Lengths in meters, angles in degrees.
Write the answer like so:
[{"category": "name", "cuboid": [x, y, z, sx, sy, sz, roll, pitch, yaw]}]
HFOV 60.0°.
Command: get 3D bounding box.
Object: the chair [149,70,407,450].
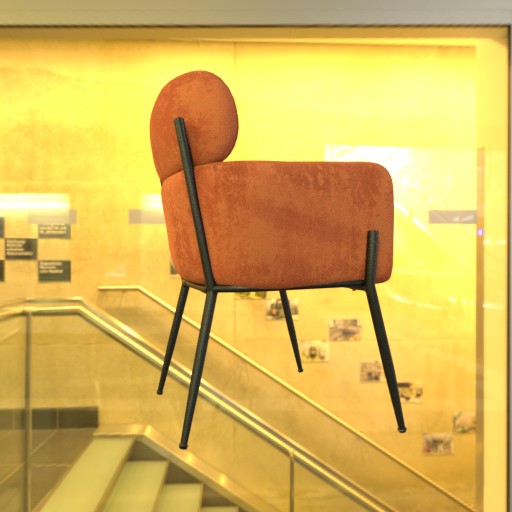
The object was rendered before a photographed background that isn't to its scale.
[{"category": "chair", "cuboid": [0.000, 0.000, 1.132, 0.523, 0.772, 0.561, 0, 0, -19]}]
